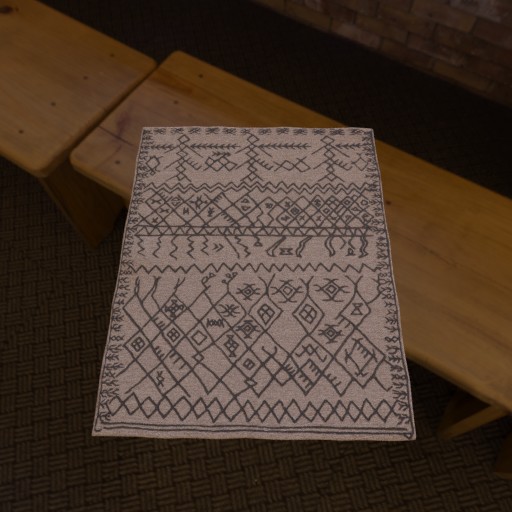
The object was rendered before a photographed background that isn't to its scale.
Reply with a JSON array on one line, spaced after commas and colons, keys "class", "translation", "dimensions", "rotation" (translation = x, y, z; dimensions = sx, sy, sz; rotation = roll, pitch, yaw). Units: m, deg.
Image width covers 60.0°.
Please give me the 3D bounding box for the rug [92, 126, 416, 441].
[{"class": "rug", "translation": [0.000, 0.000, 3.202], "dimensions": [1.964, 0.025, 2.455], "rotation": [1, 63, 0]}]
